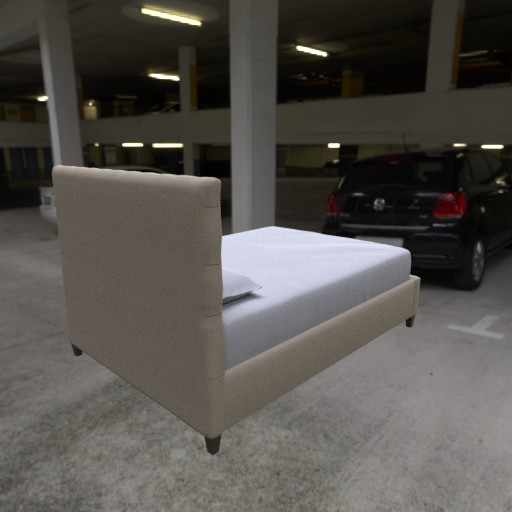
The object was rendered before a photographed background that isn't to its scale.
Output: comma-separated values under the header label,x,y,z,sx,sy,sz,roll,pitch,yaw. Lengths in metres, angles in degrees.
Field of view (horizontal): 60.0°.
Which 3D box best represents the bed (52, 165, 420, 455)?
label,x,y,z,sx,sy,sz,roll,pitch,yaw
bed,0.000,0.000,3.491,1.698,1.427,2.387,13,20,42
